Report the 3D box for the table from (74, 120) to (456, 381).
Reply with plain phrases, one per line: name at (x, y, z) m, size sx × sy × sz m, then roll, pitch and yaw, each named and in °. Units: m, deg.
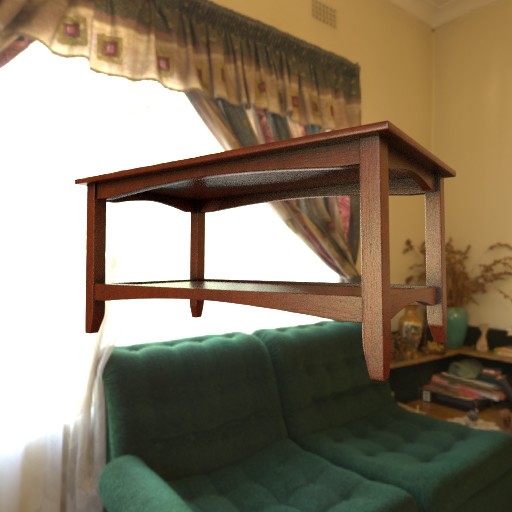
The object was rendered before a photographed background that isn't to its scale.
table at (0.000, 0.000, 1.247) m, size 0.943 × 0.456 × 0.533 m, roll 0°, pitch -1°, yaw 36°
